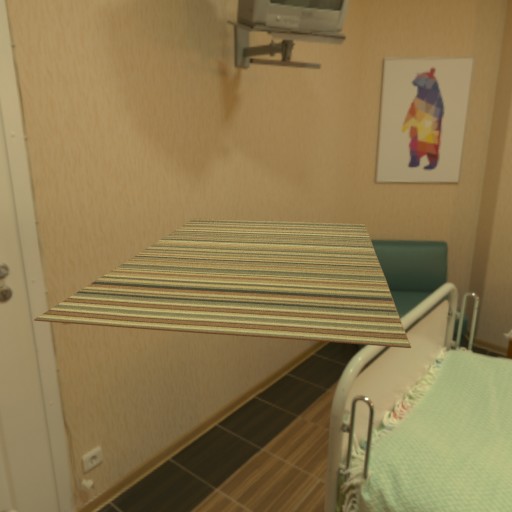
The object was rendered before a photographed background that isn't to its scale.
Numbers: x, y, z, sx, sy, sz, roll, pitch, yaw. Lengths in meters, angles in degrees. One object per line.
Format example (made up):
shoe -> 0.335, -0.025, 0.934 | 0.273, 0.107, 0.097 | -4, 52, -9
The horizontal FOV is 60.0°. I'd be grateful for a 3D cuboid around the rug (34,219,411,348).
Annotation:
rug -> 0.000, 0.000, 2.262 | 1.219, 0.008, 1.829 | 2, 16, 9
